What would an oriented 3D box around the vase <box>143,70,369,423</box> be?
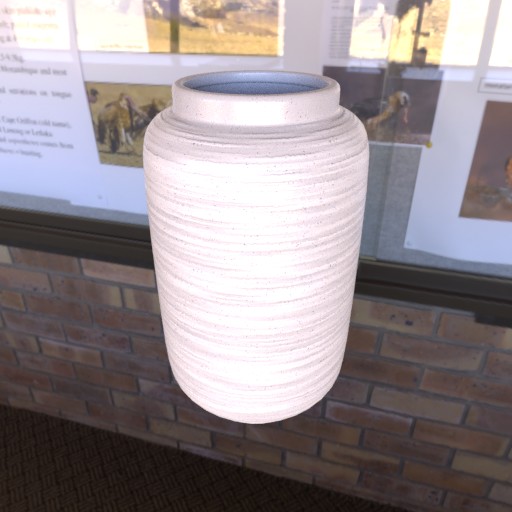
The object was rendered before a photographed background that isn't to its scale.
[{"bbox_3d":[0.000,0.000,0.452,0.202,0.335,0.202,0,30,0],"label":"vase"}]
